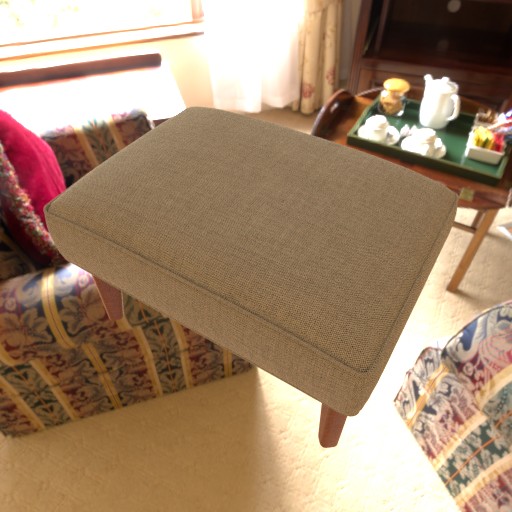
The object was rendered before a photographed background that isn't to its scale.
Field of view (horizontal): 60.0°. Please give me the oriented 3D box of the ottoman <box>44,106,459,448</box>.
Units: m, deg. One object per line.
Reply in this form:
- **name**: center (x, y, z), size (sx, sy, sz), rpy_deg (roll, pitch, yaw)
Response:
- **ottoman**: center (0.000, 0.000, 1.067), size (0.750, 0.458, 0.555), rpy_deg (24, 51, 22)
